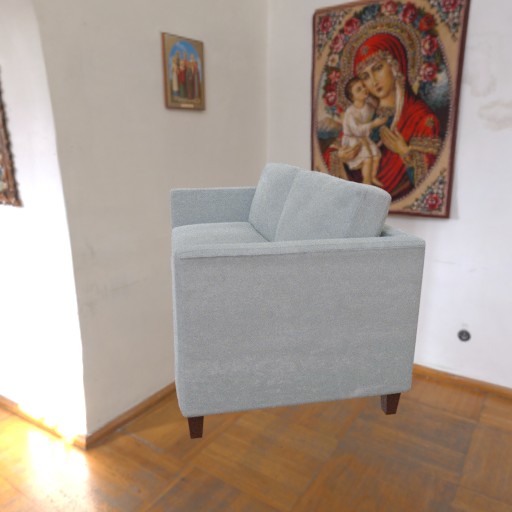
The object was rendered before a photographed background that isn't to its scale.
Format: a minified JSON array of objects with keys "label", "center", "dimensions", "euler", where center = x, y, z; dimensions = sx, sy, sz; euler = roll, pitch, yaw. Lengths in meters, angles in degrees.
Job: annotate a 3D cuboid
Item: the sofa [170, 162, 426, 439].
[{"label":"sofa","center":[0.000,0.000,2.486],"dimensions":[0.950,0.963,1.884],"euler":[-3,15,-11]}]
